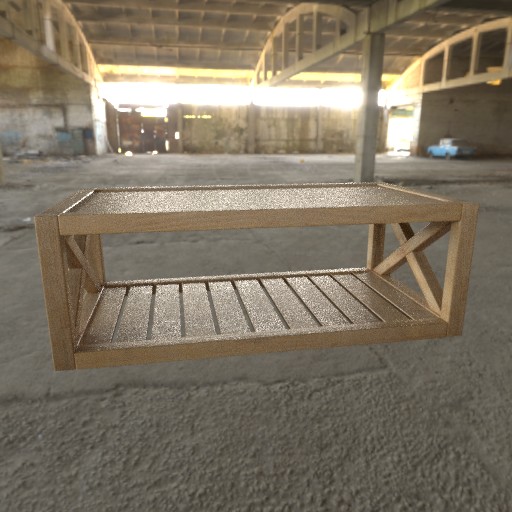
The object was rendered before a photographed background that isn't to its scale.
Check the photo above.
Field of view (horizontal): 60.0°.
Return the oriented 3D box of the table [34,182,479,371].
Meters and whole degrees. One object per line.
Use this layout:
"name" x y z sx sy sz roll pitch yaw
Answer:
"table" 0.000 0.000 1.651 1.321 0.457 0.660 -3 15 -10
